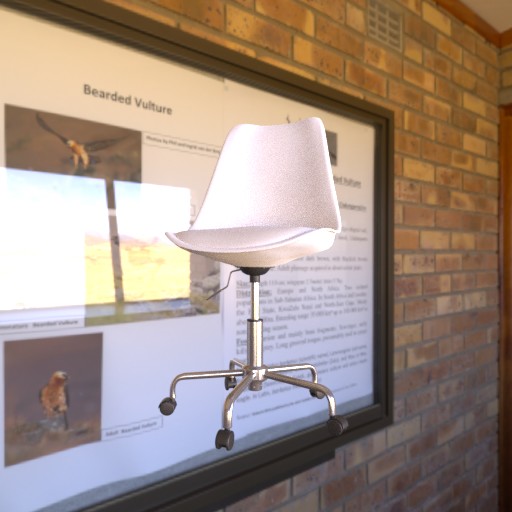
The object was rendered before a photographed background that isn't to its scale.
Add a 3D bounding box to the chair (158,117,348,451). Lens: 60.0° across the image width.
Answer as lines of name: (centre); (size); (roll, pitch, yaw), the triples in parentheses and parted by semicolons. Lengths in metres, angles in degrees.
chair: (0.000, 0.000, 1.305); (0.550, 0.930, 0.550); (0, 0, 18)
